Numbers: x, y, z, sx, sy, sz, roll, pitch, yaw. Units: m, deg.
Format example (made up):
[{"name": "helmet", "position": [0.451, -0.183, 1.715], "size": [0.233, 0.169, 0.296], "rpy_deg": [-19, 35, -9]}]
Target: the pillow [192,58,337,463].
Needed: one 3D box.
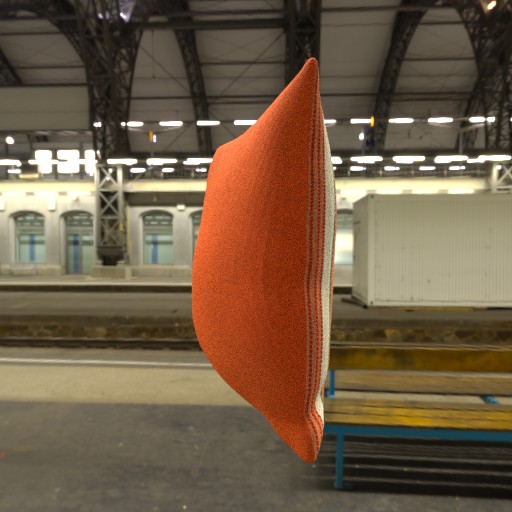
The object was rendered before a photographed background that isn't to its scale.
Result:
[{"name": "pillow", "position": [0.000, 0.000, 0.681], "size": [0.182, 0.441, 0.440], "rpy_deg": [0, 1, -18]}]
